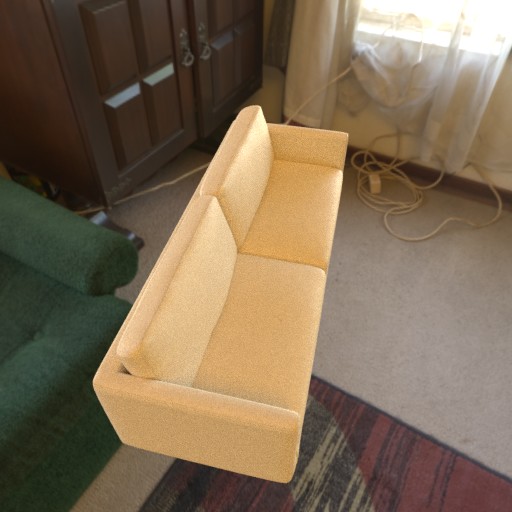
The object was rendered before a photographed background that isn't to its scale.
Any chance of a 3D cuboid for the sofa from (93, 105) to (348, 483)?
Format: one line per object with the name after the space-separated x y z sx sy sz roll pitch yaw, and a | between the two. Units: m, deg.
0.000 0.000 2.872 0.948 0.965 2.434 9 46 9 | sofa
